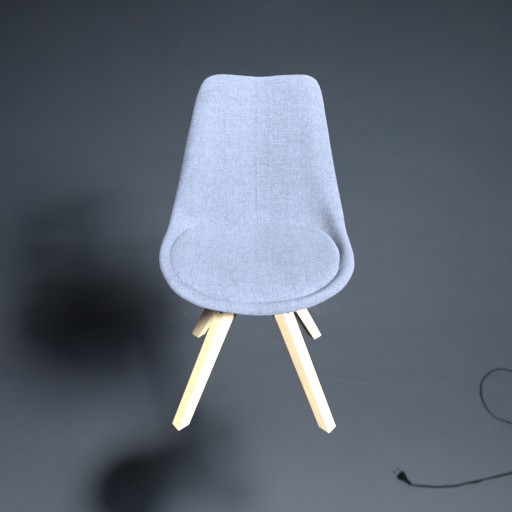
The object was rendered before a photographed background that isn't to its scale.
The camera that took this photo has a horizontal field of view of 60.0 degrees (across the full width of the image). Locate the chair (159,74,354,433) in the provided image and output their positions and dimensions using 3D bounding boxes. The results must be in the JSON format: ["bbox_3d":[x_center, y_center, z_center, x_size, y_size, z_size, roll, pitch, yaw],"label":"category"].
[{"bbox_3d":[0.000,0.000,1.206,0.485,0.850,0.550,1,31,1],"label":"chair"}]
